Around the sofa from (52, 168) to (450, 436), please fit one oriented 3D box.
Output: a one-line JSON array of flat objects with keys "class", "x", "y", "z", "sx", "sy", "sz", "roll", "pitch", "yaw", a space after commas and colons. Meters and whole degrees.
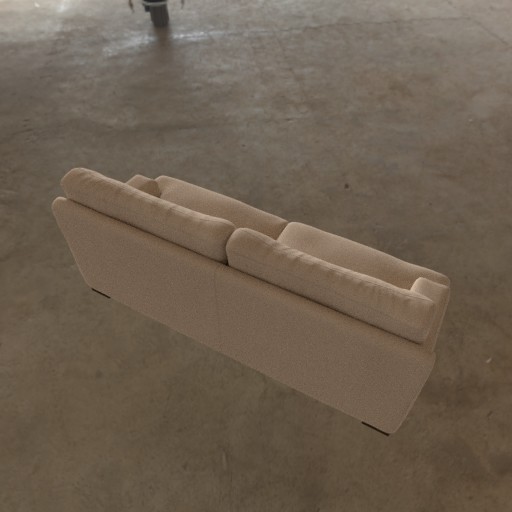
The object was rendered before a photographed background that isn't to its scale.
[{"class": "sofa", "x": 0.000, "y": 0.000, "z": 2.615, "sx": 2.147, "sy": 0.925, "sz": 0.929, "roll": 22, "pitch": 50, "yaw": 19}]
